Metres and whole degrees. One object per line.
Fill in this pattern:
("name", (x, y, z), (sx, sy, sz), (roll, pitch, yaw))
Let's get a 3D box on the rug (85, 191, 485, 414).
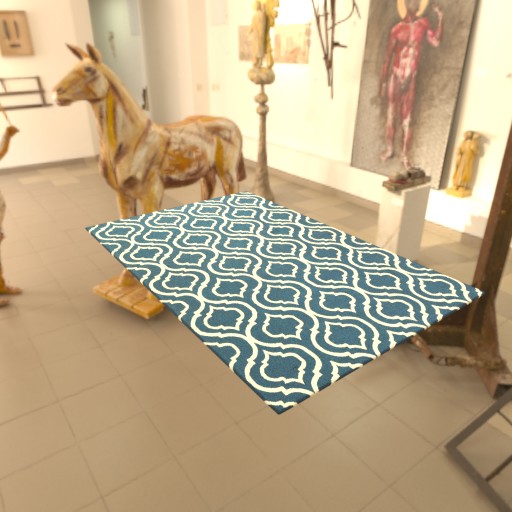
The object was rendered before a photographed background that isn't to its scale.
("rug", (0.000, 0.000, 2.218), (1.143, 0.010, 1.753), (-18, 31, -32))
